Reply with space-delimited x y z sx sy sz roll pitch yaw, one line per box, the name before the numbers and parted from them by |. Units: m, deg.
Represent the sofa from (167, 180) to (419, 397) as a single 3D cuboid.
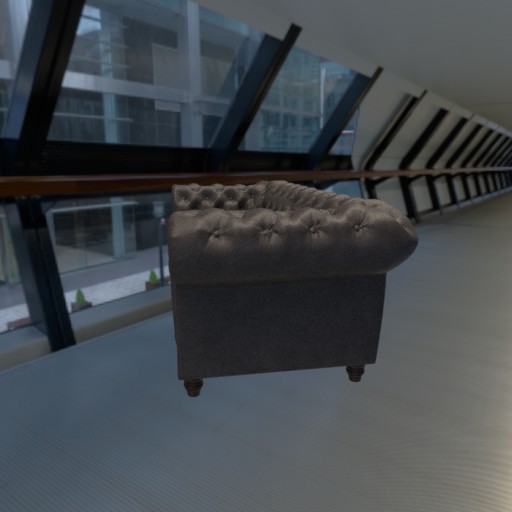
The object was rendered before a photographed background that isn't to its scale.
sofa | 0.000 0.000 2.541 0.944 0.779 2.048 -2 13 -10
